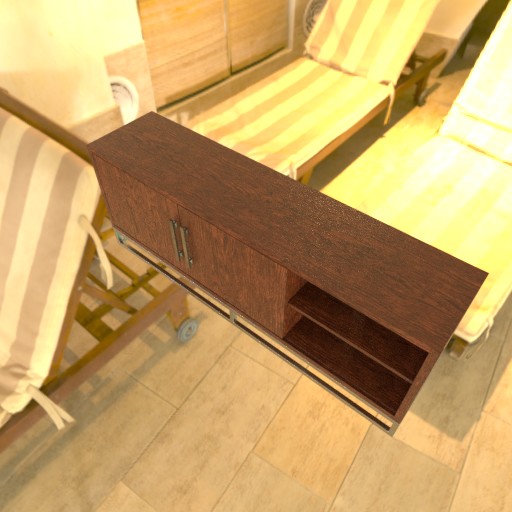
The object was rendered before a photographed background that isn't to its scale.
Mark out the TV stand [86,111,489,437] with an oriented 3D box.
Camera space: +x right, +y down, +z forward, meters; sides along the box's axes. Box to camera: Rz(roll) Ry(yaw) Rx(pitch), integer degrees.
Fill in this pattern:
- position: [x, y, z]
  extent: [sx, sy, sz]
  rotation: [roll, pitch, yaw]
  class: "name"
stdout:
- position: [0.000, 0.000, 1.800]
  extent: [1.541, 0.578, 0.382]
  rotation: [31, 54, 26]
  class: "TV stand"
